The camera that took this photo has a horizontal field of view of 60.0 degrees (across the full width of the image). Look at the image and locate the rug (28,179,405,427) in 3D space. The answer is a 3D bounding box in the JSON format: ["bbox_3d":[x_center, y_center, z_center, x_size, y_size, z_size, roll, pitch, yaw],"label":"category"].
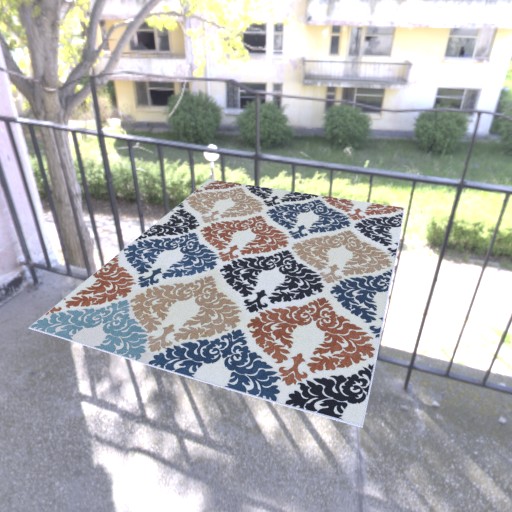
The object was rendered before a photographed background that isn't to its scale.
[{"bbox_3d":[0.000,0.000,4.067,2.423,0.014,3.040,11,34,17],"label":"rug"}]
